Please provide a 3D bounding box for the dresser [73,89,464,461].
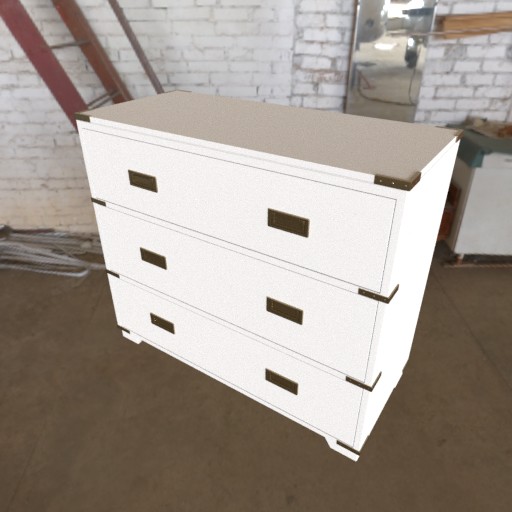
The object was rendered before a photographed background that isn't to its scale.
[{"bbox_3d":[0.000,0.000,1.484,1.022,0.891,0.460,19,36,29],"label":"dresser"}]
